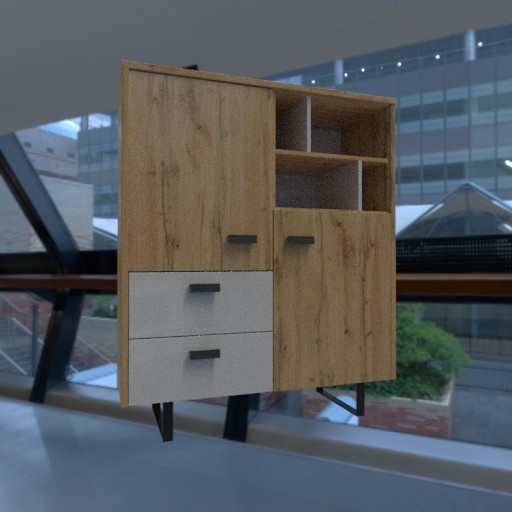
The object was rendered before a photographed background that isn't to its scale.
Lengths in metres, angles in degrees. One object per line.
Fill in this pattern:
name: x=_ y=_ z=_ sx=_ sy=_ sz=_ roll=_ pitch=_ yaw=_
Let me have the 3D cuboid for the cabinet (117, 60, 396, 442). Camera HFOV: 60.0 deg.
cabinet: x=0.000 y=0.000 z=1.976 sx=1.168 sy=1.397 sz=0.473 roll=0 pitch=-1 yaw=-19
